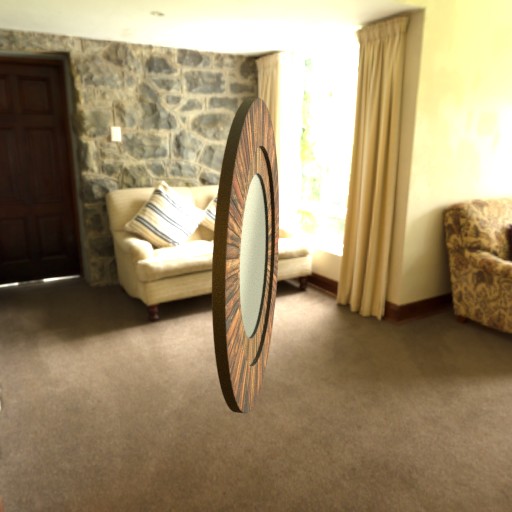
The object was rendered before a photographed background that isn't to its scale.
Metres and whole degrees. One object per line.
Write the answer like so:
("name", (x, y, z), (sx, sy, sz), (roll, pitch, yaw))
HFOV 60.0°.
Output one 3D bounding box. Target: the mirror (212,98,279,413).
("mirror", (0.000, 0.000, 1.606), (0.036, 1.077, 1.077), (3, 15, 10))
